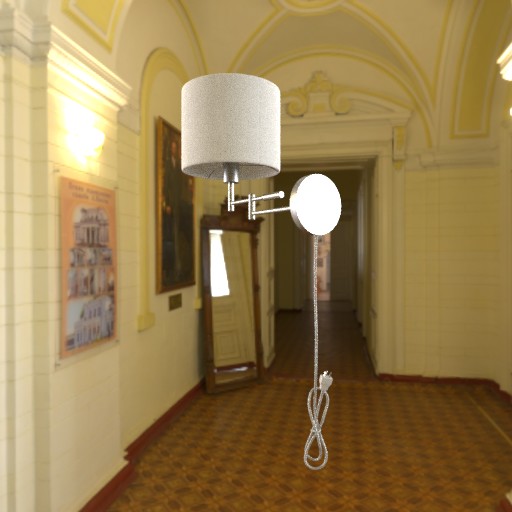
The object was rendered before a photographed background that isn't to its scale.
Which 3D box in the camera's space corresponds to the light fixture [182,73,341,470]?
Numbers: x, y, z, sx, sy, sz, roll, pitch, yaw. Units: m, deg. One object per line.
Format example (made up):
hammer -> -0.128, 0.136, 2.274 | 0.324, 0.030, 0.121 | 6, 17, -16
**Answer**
light fixture -> 0.000, 0.000, 1.053 | 0.253, 0.842, 0.479 | 0, 0, -35
